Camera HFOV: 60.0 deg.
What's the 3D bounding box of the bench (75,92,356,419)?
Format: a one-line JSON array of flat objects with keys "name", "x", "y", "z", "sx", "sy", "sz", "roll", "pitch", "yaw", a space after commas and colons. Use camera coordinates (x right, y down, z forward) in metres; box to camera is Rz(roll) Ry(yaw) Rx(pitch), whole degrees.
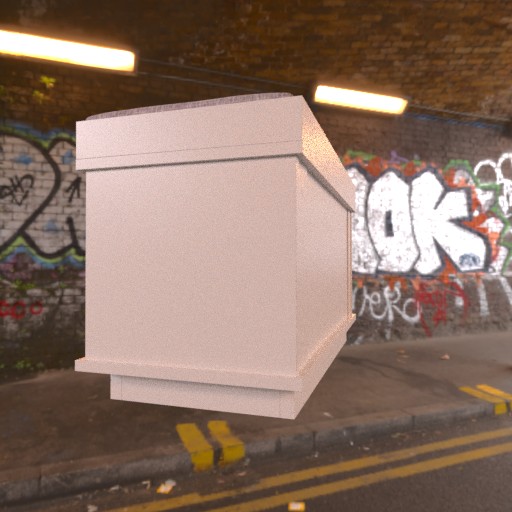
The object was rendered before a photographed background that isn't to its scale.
[{"name": "bench", "x": 0.000, "y": 0.000, "z": 0.971, "sx": 0.362, "sy": 0.461, "sz": 0.734, "roll": 0, "pitch": -1, "yaw": 18}]
